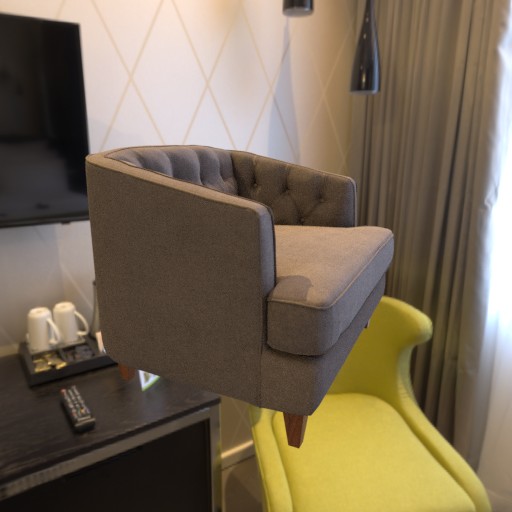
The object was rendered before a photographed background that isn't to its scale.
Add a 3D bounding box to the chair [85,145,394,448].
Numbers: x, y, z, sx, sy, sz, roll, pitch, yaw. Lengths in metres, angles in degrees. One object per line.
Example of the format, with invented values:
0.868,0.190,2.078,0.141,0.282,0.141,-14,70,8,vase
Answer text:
0.000,0.000,1.764,0.941,0.852,1.104,7,16,25,chair
